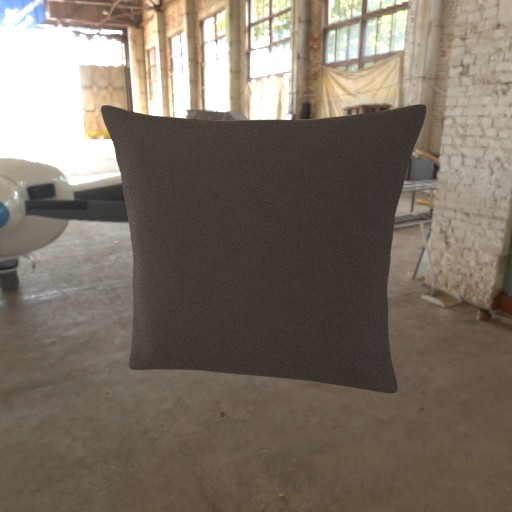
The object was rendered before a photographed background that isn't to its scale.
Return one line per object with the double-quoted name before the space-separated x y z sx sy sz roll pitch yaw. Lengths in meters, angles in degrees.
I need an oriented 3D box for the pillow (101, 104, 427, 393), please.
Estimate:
"pillow" 0.000 0.000 0.782 0.526 0.507 0.166 3 17 9
